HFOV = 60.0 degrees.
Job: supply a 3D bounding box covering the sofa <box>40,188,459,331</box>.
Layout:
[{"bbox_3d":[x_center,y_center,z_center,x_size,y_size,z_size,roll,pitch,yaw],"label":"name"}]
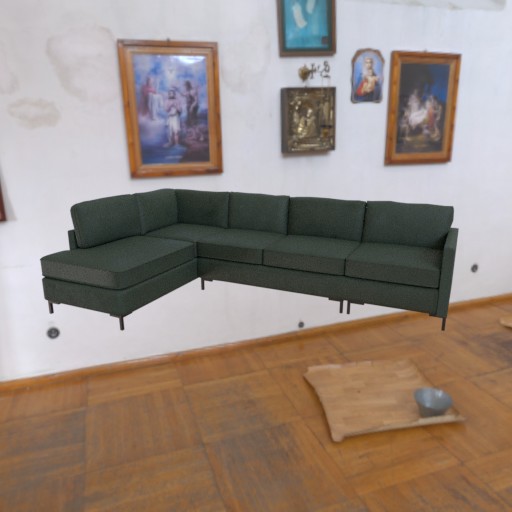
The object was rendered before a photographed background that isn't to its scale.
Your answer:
[{"bbox_3d":[0.000,0.000,4.171,3.384,0.996,2.048,7,17,24],"label":"sofa"}]
